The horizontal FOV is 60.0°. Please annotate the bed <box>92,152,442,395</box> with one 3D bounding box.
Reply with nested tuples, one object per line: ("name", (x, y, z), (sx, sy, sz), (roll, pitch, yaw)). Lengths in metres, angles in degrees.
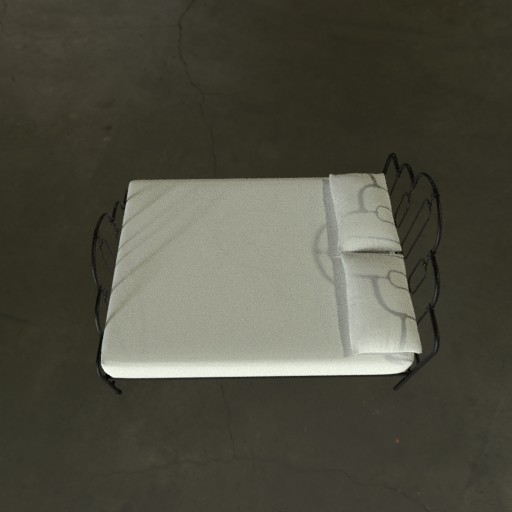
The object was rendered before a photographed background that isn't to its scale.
("bed", (0.000, 0.000, 3.237), (2.181, 1.444, 1.626), (-1, 59, 0))
